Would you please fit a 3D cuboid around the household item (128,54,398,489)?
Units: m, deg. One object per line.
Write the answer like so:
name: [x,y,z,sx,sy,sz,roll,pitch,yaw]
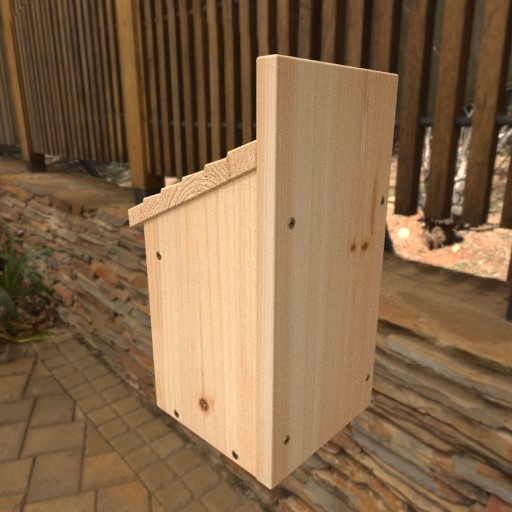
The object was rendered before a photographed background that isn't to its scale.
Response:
household item: [0.000,0.000,0.395,0.171,0.300,0.149,15,22,41]
